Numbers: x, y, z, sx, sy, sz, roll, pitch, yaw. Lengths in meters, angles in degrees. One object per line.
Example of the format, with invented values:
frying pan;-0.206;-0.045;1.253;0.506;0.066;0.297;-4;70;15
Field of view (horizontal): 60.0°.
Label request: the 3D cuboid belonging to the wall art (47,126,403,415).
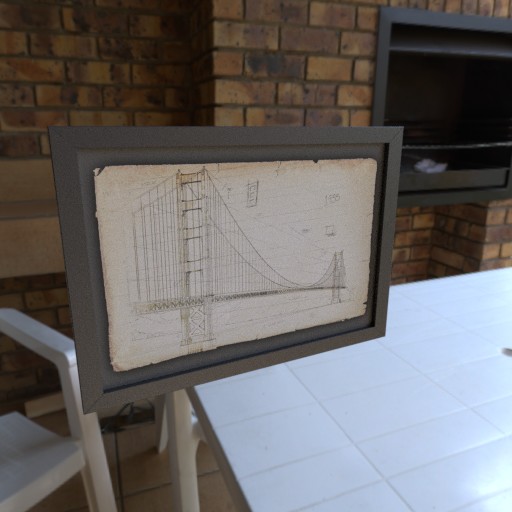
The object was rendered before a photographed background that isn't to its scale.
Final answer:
wall art;0.000;0.000;0.546;0.432;0.306;0.016;-8;18;-25
